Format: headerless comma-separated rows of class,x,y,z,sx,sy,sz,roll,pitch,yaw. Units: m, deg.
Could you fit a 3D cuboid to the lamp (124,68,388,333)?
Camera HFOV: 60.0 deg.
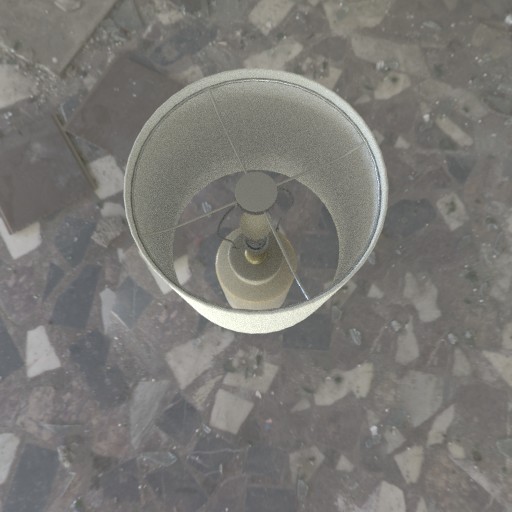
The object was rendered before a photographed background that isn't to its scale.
lamp,0.000,0.000,0.594,0.212,0.493,0.212,-23,77,-6
